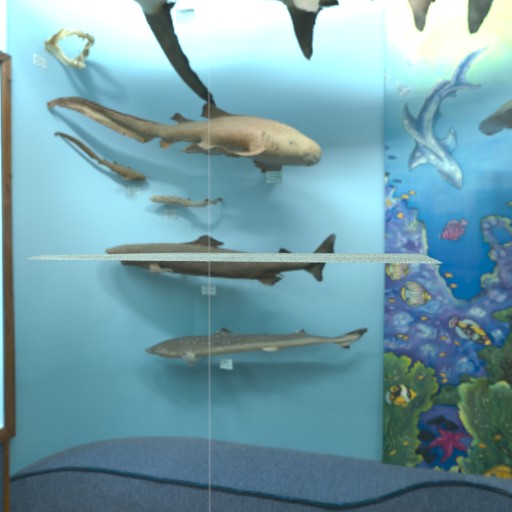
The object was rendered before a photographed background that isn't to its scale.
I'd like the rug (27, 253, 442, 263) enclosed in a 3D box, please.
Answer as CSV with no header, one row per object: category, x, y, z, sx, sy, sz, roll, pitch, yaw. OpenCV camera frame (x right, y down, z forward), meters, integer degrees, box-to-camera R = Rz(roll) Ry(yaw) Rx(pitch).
rug,0.000,0.000,3.930,2.933,0.027,2.332,0,1,19
